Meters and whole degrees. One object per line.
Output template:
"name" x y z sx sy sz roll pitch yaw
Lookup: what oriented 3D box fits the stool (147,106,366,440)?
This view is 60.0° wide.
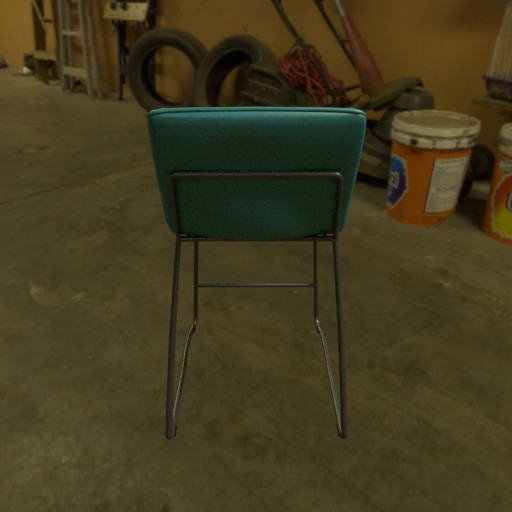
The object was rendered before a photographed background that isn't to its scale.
"stool" 0.000 0.000 1.188 0.489 0.866 0.524 0 30 0
